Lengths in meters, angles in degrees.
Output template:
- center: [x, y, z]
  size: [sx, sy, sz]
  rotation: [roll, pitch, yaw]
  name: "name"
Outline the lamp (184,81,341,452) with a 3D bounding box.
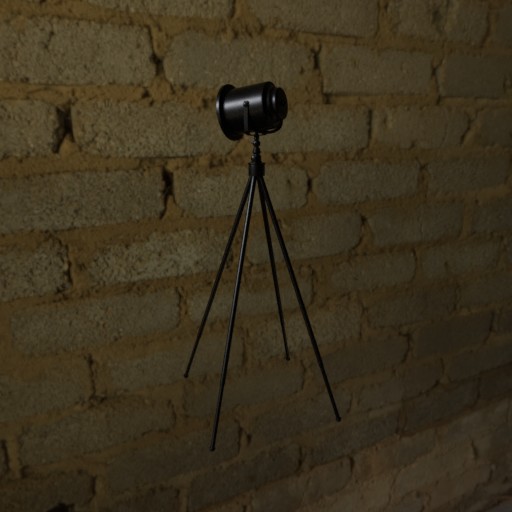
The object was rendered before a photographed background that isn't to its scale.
- center: [0.000, 0.000, 2.048]
  size: [0.884, 1.504, 0.879]
  rotation: [8, 18, 25]
  name: "lamp"
